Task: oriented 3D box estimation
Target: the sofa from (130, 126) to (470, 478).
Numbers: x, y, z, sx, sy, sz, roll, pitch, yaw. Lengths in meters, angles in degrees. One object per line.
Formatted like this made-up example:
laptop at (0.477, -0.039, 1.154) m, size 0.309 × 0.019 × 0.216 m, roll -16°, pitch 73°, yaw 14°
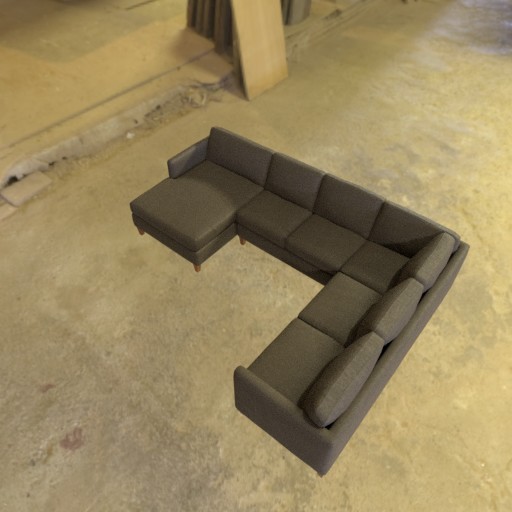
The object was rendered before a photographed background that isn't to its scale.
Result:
sofa at (0.000, 0.000, 4.637) m, size 3.460 × 0.961 × 2.594 m, roll 31°, pitch 53°, yaw 26°
